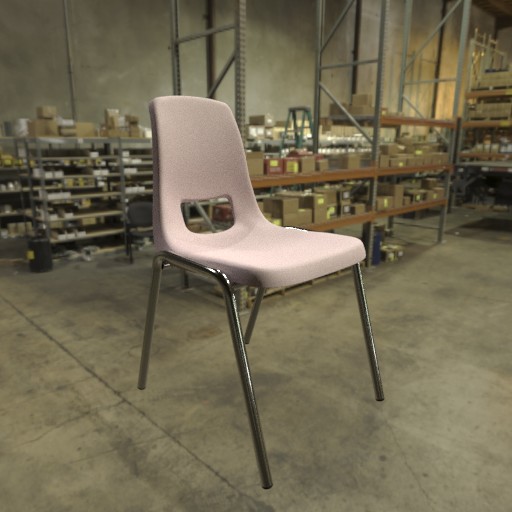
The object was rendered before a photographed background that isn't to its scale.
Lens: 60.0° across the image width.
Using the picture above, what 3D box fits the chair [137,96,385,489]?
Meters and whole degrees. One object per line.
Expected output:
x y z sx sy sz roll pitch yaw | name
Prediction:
0.000 0.000 0.921 0.381 0.653 0.436 -14 20 -43 | chair
